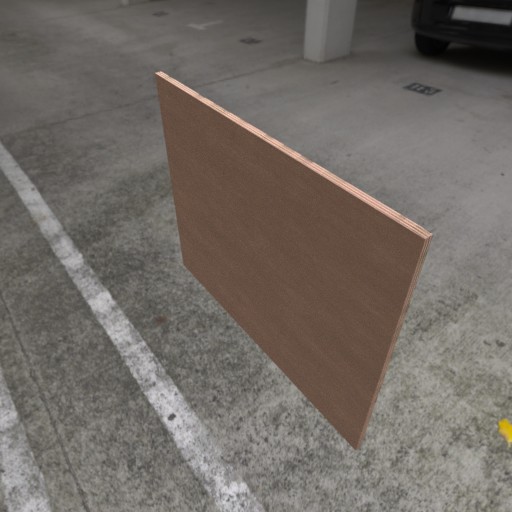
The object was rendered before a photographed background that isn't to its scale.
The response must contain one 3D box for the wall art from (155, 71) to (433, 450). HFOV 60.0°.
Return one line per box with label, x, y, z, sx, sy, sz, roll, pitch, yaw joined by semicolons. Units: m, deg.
wall art;0.000;0.000;0.677;0.012;0.408;0.508;-27;48;-27
